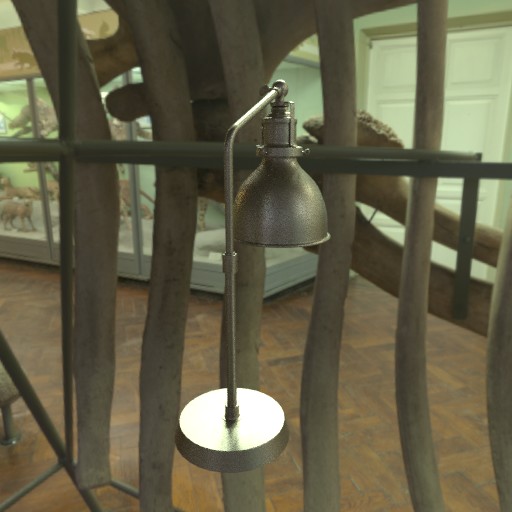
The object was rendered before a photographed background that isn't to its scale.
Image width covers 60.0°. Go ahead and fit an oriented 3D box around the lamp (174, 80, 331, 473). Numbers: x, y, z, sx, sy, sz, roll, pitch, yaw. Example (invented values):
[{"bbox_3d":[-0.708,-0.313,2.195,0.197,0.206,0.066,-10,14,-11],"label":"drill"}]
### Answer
[{"bbox_3d":[0.000,0.000,0.593,0.153,0.456,0.286,8,16,27],"label":"lamp"}]
